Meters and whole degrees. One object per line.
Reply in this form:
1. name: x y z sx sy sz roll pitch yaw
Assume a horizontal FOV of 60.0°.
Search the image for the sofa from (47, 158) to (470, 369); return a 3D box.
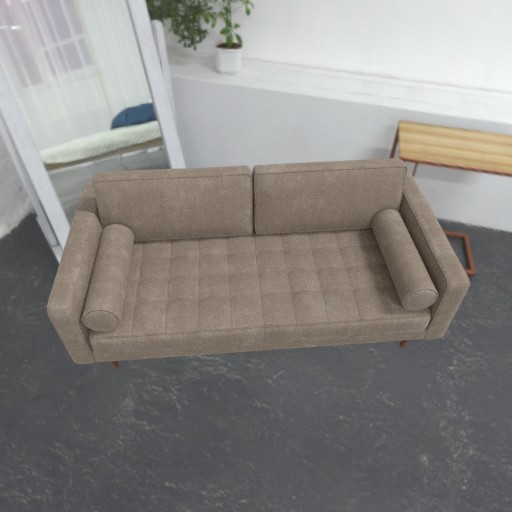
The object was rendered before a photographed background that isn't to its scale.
1. sofa: 0.000 0.000 2.333 1.883 0.769 0.920 -3 46 -3
